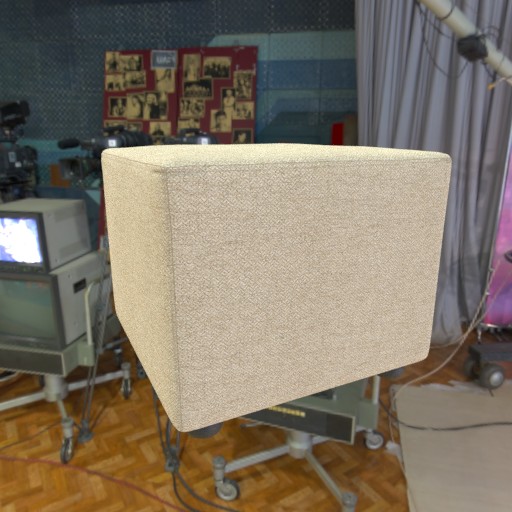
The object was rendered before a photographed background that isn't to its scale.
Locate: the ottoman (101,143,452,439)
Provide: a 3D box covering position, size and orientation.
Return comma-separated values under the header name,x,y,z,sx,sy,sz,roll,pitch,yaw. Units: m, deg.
name,x,y,z,sx,sy,sz,roll,pitch,yaw
ottoman,0.000,0.000,0.891,0.508,0.432,0.508,-8,17,-26
